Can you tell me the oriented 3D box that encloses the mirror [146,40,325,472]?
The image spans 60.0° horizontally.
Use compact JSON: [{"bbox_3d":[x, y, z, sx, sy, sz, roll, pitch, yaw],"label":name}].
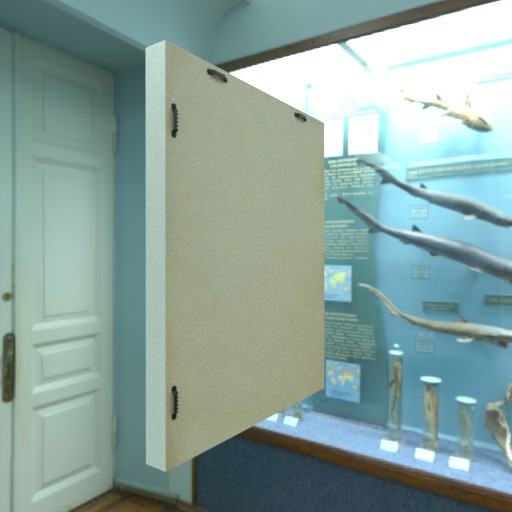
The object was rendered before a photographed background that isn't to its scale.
[{"bbox_3d":[0.000,0.000,0.694,0.041,0.509,0.406,0,0,36],"label":"mirror"}]
